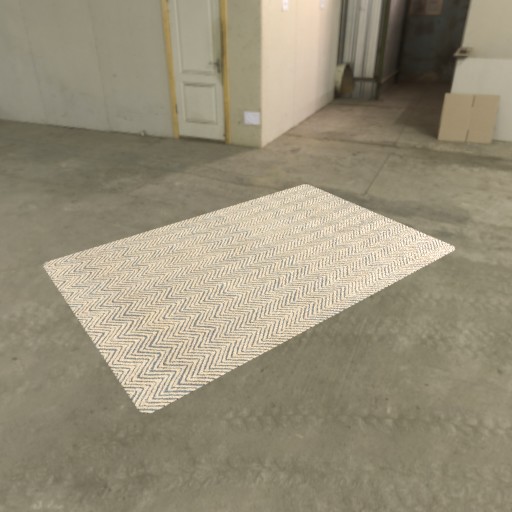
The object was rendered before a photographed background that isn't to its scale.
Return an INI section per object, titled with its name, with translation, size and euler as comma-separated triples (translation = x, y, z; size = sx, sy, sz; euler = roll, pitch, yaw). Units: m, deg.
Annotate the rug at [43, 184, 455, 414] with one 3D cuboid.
[rug]
translation = 0.000, 0.000, 2.220
size = 1.752, 0.008, 1.144
euler = -21, 36, -32
